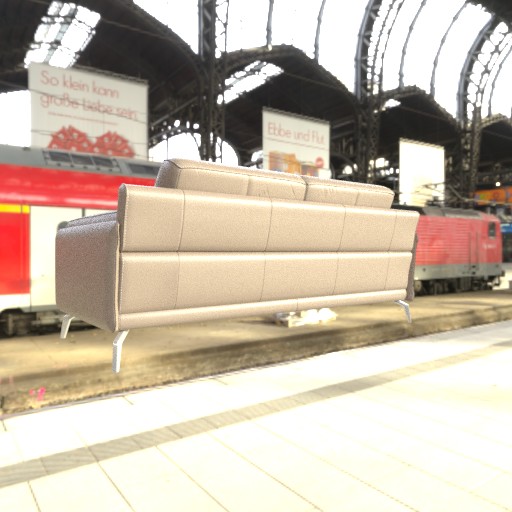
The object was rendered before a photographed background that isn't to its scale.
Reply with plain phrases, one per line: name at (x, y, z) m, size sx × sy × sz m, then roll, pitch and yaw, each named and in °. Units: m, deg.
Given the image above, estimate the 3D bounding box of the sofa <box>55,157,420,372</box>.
sofa at (0.000, 0.000, 2.685) m, size 2.101 × 0.930 × 1.049 m, roll -1°, pitch 1°, yaw -37°
